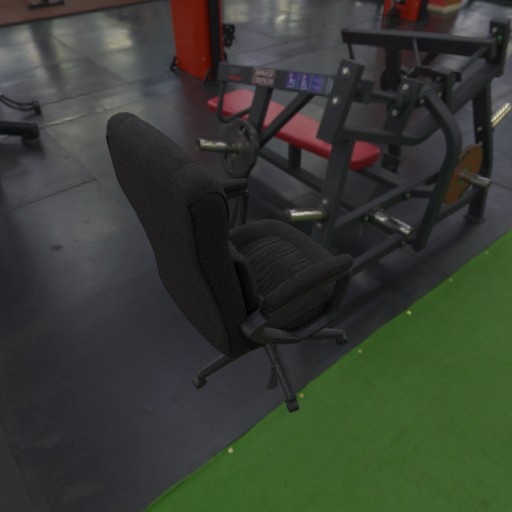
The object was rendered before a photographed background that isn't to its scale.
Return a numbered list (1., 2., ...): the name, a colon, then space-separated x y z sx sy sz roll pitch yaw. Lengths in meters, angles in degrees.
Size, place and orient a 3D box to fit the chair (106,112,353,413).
1. chair: 0.000 0.000 1.580 0.724 1.105 0.667 -26 48 -27
